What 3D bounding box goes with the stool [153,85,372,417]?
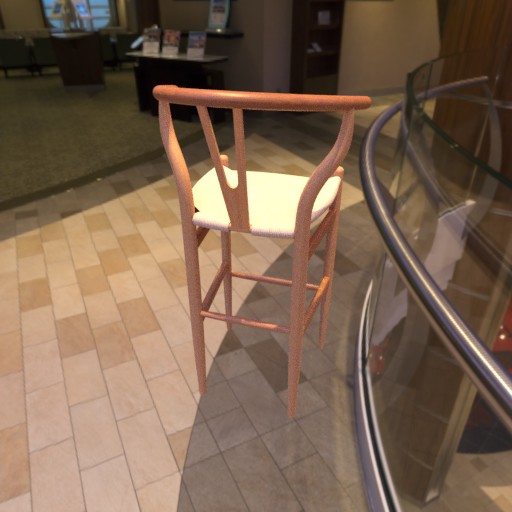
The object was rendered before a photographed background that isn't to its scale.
[{"bbox_3d":[0.000,0.000,1.382,0.574,1.068,0.561,9,31,15],"label":"stool"}]
